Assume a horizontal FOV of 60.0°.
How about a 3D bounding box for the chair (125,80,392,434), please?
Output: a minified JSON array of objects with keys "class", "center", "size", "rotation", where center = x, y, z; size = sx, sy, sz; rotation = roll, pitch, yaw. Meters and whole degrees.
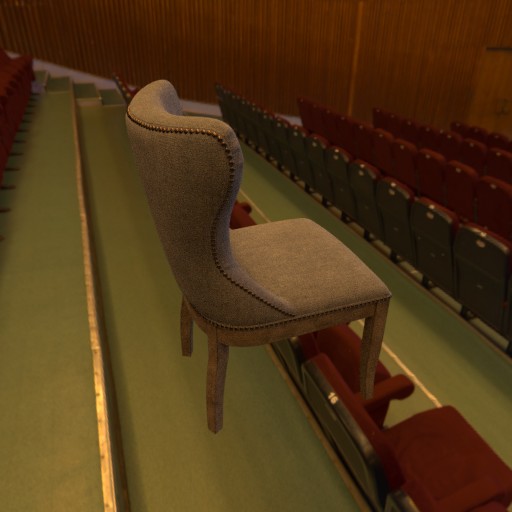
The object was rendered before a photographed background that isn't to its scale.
[{"class":"chair","center":[0.000,0.000,1.416],"size":[0.681,1.002,0.654],"rotation":[-11,32,-18]}]
